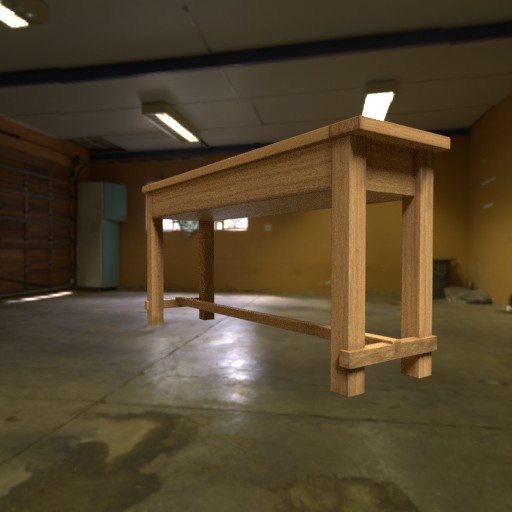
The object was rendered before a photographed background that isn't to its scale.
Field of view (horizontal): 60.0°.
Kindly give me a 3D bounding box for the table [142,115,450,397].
[{"bbox_3d":[0.000,0.000,1.948,0.442,0.762,1.599,0,1,-35],"label":"table"}]
